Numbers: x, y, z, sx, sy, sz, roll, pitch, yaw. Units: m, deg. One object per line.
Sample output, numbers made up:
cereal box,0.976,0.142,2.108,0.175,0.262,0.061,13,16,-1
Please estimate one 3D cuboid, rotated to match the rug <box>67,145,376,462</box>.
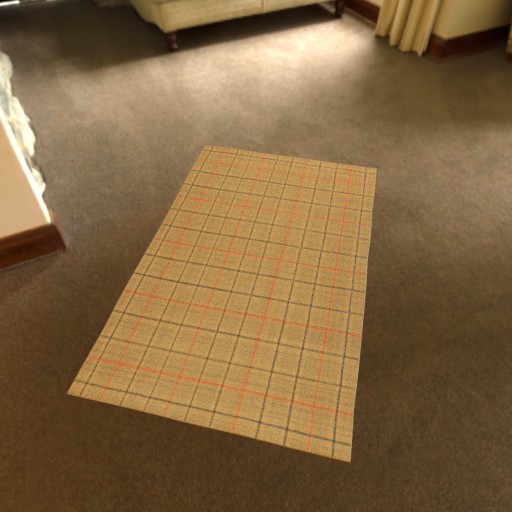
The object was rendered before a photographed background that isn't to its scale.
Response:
rug,0.000,0.000,3.080,1.524,0.015,2.439,10,48,9
